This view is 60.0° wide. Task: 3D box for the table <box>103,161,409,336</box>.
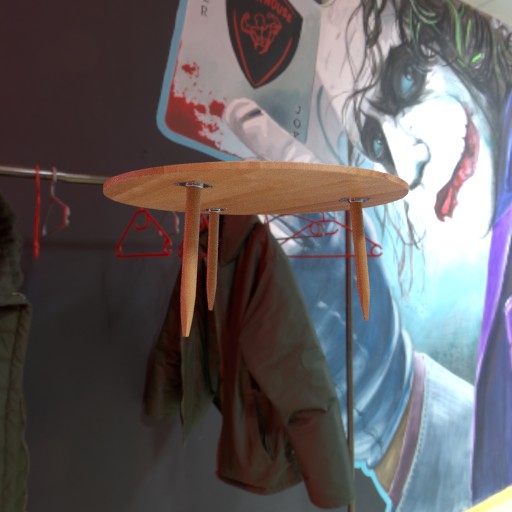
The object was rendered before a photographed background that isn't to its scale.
[{"bbox_3d":[0.000,0.000,1.378,0.900,0.400,0.900,0,-1,0],"label":"table"}]
